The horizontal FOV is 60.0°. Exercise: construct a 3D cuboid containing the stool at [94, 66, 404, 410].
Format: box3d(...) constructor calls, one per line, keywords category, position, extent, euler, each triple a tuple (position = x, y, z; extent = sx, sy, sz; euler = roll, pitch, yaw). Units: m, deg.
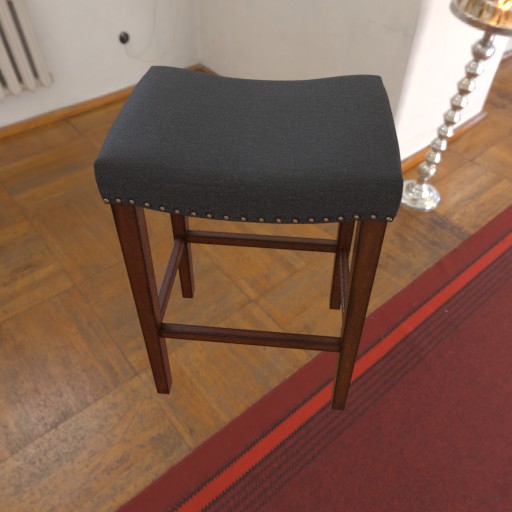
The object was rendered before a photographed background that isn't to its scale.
box3d(category="stool", position=(0.000, 0.000, 1.036), extent=(0.502, 0.760, 0.366), euler=(4, 47, 4))
